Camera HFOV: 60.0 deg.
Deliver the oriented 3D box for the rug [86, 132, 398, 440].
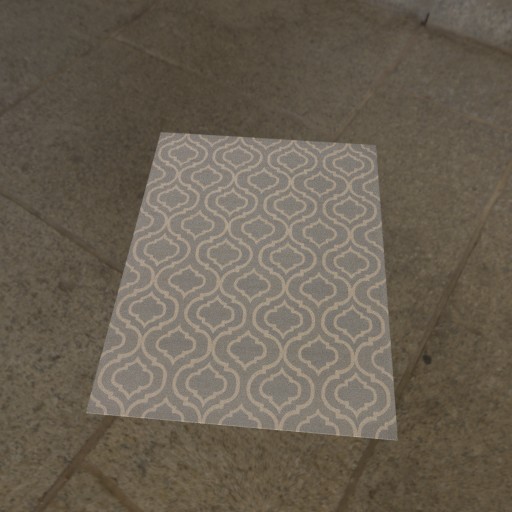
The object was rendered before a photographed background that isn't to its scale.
[{"bbox_3d":[0.000,0.000,3.963,2.283,0.006,2.892,4,60,2],"label":"rug"}]
